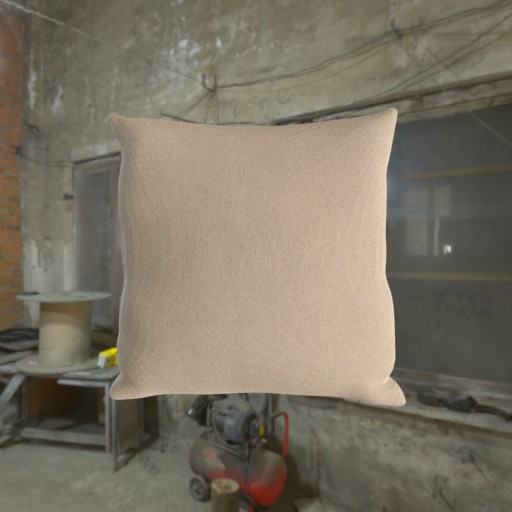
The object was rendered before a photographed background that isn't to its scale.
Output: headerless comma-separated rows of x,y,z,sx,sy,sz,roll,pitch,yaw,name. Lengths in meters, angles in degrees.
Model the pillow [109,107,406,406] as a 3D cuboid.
0.000,0.000,0.665,0.440,0.441,0.182,0,0,1,pillow
